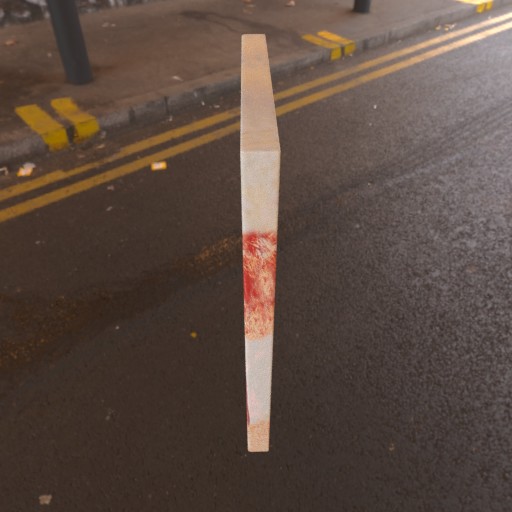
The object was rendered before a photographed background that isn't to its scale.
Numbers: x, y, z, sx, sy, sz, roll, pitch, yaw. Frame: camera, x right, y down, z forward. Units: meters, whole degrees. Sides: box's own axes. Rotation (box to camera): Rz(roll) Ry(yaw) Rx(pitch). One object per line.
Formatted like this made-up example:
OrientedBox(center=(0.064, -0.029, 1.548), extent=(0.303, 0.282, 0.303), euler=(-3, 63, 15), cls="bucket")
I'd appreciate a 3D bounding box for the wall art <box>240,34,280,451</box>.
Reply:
OrientedBox(center=(0.000, 0.000, 0.769), extent=(0.038, 0.610, 0.401), euler=(-1, 41, -1), cls="wall art")
